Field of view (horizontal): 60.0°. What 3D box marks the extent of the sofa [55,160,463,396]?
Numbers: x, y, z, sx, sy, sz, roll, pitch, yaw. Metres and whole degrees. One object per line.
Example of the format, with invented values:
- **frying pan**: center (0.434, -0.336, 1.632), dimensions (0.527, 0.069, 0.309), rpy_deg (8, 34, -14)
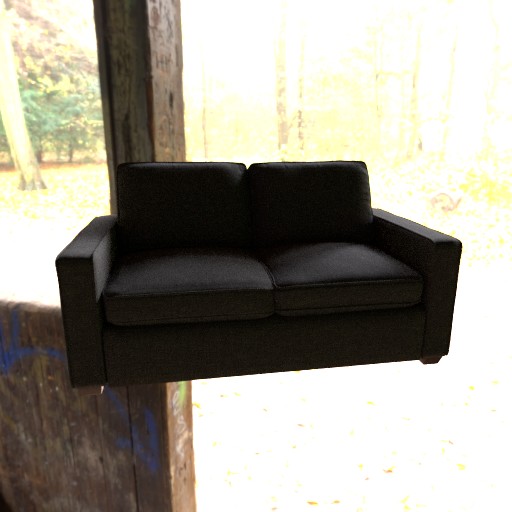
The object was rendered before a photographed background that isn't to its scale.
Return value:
- **sofa**: center (0.000, 0.000, 2.260), dimensions (1.709, 0.918, 0.947), rpy_deg (-3, 16, -9)
